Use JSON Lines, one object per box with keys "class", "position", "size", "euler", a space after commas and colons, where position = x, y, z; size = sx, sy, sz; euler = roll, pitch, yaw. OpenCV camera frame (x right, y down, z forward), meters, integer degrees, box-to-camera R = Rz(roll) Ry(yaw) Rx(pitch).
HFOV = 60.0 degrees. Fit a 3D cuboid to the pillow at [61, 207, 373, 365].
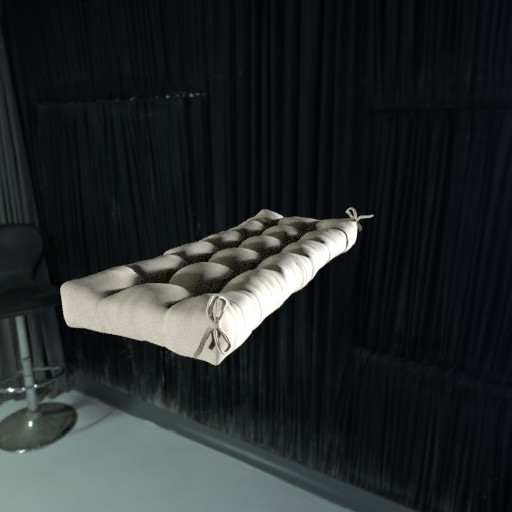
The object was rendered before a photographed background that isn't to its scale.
{"class": "pillow", "position": [0.000, 0.000, 1.415], "size": [0.511, 0.174, 1.194], "euler": [8, 18, 25]}
